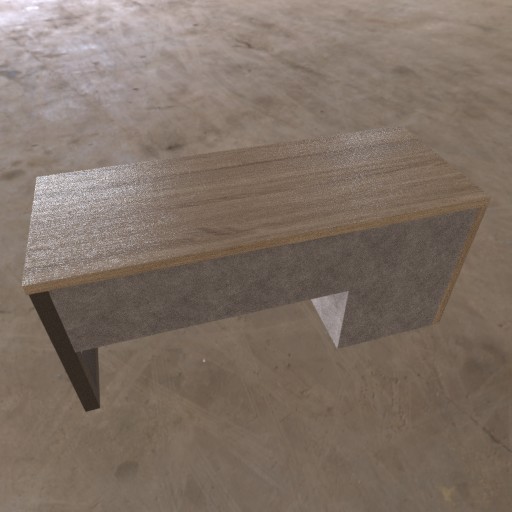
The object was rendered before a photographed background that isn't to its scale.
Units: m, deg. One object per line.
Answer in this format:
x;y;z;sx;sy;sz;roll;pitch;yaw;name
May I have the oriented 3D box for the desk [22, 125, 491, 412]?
0.000;0.000;2.036;1.700;0.760;0.690;-11;42;-12;desk
